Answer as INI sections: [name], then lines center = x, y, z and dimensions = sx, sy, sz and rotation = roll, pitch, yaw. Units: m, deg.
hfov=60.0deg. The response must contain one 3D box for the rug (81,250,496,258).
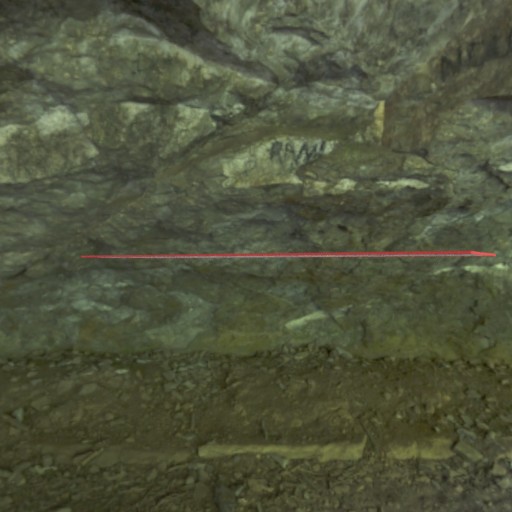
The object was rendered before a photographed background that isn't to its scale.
[rug]
center = 0.000, 0.000, 2.471
dimensions = 2.292, 0.015, 0.659
rotation = -1, -1, 35
